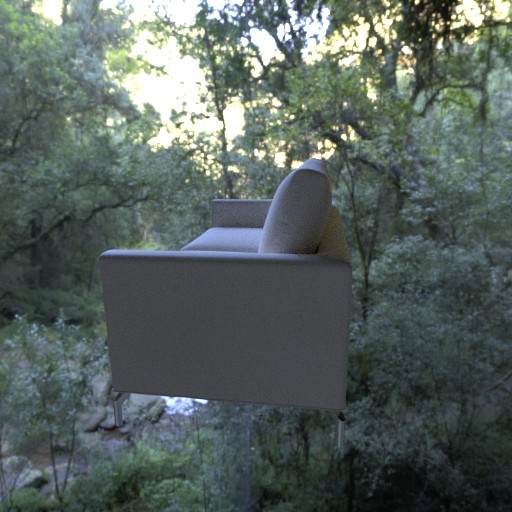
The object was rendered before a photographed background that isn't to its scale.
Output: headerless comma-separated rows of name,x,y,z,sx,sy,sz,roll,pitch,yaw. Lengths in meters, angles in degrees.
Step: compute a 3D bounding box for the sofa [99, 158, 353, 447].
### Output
sofa,0.000,0.000,2.374,0.906,0.995,1.739,2,14,8
